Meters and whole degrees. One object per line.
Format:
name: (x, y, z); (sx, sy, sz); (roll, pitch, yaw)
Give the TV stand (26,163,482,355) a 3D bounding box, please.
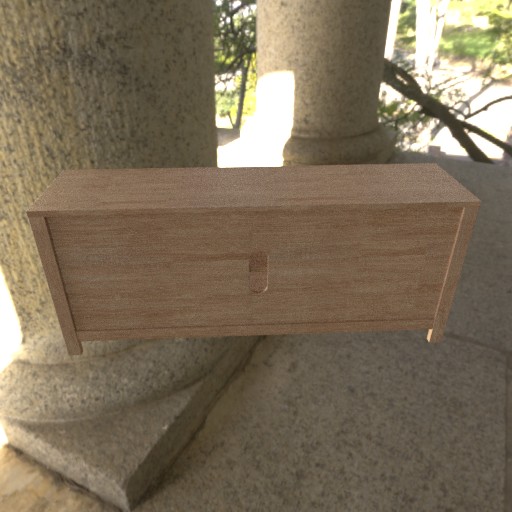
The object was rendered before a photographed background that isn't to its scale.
TV stand: (0.000, 0.000, 1.748); (1.466, 0.610, 0.398); (-2, 31, -3)
